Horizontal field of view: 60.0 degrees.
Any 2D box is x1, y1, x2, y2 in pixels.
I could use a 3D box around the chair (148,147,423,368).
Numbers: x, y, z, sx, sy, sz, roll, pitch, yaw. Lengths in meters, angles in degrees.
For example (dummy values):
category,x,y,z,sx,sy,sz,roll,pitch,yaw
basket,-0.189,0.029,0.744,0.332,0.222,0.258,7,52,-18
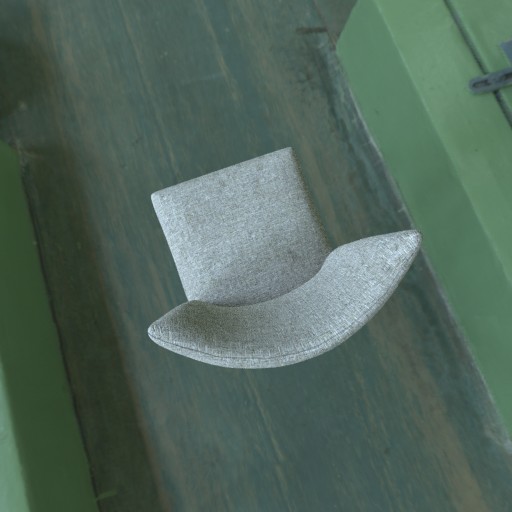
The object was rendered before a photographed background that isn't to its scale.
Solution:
category,x,y,z,sx,sy,sz,roll,pitch,yaw
chair,0.000,0.000,1.280,0.535,0.924,0.623,-20,77,-5
